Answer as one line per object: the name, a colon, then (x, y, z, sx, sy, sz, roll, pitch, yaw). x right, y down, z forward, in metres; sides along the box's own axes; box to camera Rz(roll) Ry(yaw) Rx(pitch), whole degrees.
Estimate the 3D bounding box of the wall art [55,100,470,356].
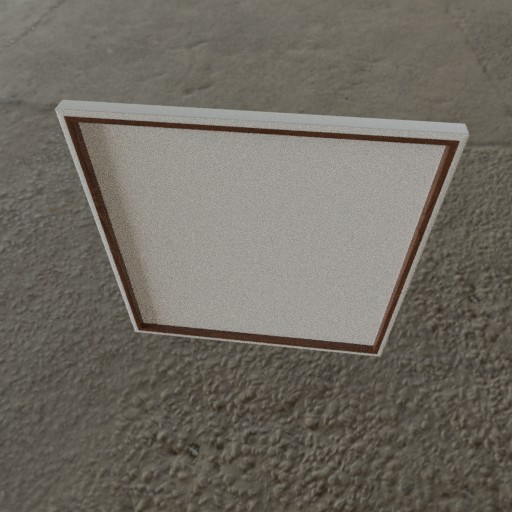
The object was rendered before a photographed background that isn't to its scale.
wall art: (0.000, 0.000, 1.092, 0.757, 0.757, 0.037, 5, 47, 4)
